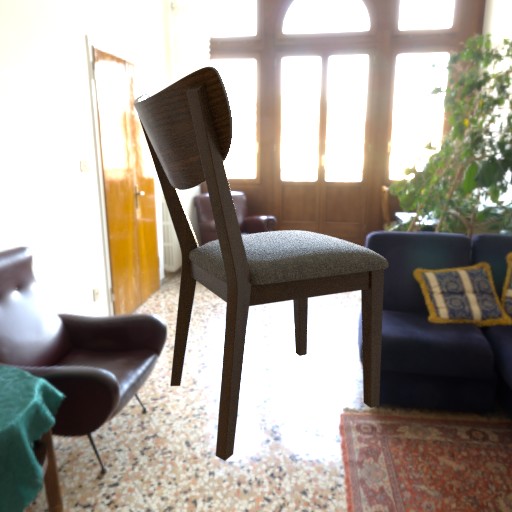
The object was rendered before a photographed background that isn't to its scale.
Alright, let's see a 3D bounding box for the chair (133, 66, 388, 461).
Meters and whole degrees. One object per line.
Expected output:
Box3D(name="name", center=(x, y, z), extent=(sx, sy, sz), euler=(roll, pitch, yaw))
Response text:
Box3D(name="chair", center=(0.000, 0.000, 1.192), extent=(0.583, 0.849, 0.491), euler=(-7, 15, -27))
